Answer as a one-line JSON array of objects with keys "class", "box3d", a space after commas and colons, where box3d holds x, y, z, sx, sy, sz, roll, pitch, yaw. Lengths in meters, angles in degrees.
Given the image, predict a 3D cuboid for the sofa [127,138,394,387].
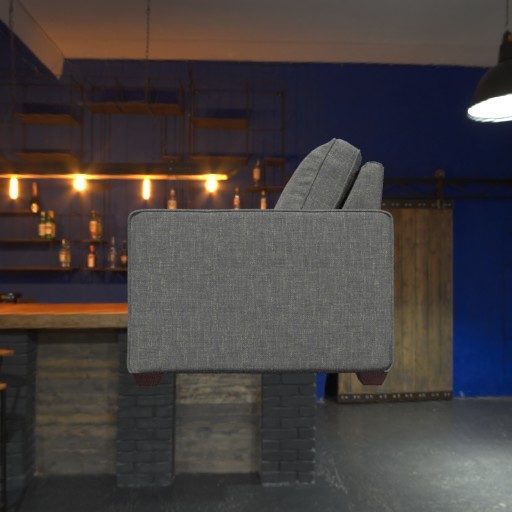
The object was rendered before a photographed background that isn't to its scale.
[{"class": "sofa", "box3d": [0.000, 0.000, 2.355, 0.947, 0.918, 1.709, 0, 0, -1]}]
